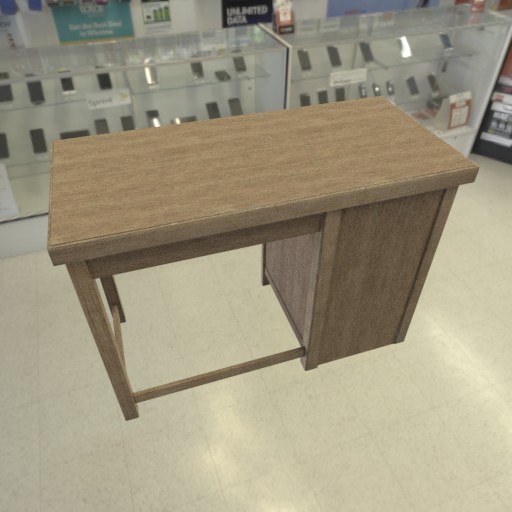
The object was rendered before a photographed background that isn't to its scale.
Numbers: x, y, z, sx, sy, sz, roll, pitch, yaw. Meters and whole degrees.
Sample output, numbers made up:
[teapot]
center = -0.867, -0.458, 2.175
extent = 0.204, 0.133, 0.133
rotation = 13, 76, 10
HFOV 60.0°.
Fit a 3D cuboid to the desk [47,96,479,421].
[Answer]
[desk]
center = 0.000, 0.000, 1.765
extent = 1.289, 0.912, 0.610
rotation = -12, 43, -13
